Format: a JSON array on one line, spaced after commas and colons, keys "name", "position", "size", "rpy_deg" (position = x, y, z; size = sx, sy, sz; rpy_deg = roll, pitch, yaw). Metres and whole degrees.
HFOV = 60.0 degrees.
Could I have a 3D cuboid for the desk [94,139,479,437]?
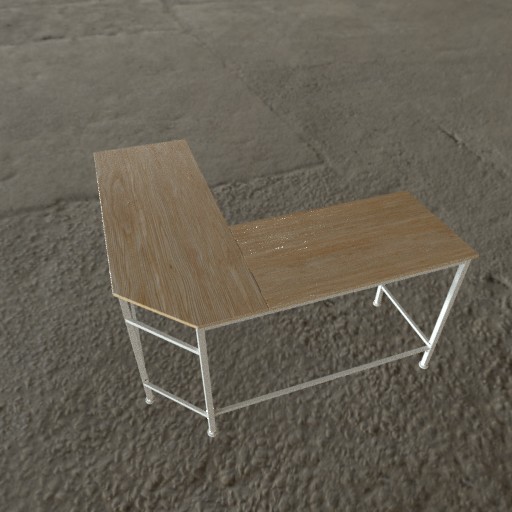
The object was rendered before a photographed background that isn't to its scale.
[{"name": "desk", "position": [0.000, 0.000, 2.304], "size": [1.379, 0.739, 1.379], "rpy_deg": [-13, 42, -14]}]
